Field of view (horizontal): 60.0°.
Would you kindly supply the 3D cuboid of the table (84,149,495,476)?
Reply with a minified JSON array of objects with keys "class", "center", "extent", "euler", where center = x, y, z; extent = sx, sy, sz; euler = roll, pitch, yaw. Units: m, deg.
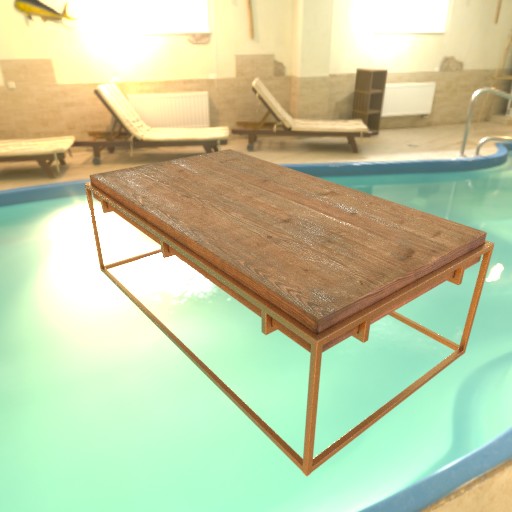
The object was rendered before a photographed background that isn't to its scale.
[{"class":"table","center":[0.000,0.000,1.720],"extent":[0.775,0.468,1.387],"euler":[-20,33,-34]}]
